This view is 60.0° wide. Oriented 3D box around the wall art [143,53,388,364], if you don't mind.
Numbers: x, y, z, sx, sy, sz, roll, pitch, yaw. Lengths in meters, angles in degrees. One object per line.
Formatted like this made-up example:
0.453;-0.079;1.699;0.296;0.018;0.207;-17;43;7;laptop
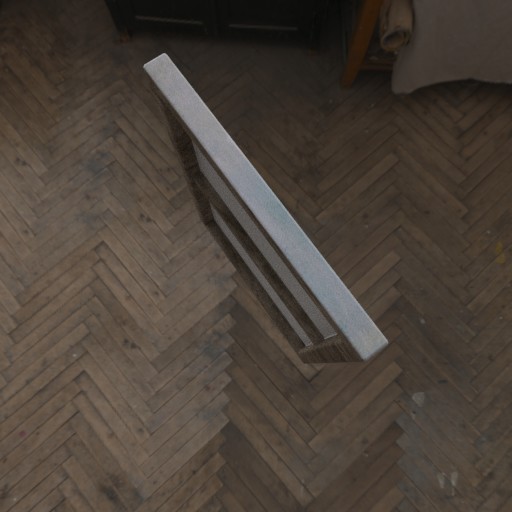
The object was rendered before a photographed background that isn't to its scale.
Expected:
0.000;0.000;0.805;0.035;0.605;0.443;-35;79;-8;wall art
